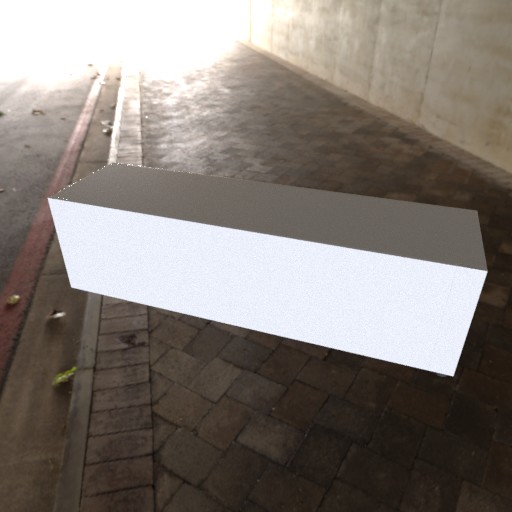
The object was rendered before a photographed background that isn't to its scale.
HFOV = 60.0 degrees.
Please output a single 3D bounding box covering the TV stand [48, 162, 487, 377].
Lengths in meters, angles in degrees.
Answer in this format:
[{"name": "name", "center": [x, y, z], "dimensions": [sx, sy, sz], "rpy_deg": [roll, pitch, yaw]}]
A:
[{"name": "TV stand", "center": [0.000, 0.000, 1.717], "dimensions": [1.500, 0.440, 0.410], "rpy_deg": [10, 33, 16]}]
